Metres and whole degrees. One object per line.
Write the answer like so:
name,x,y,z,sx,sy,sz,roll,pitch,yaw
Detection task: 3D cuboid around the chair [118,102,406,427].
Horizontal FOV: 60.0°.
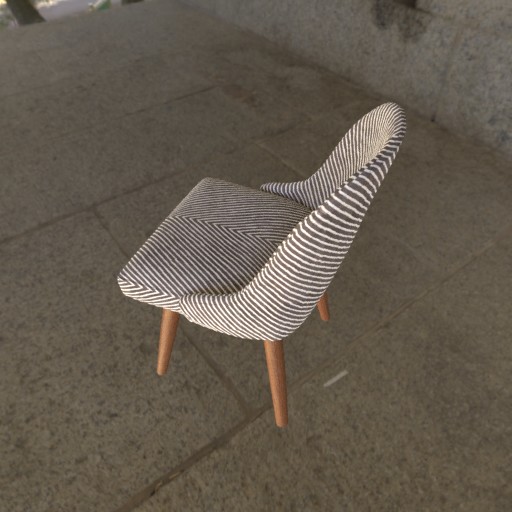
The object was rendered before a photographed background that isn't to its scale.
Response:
chair,0.000,0.000,1.207,0.591,0.883,0.504,18,49,16
